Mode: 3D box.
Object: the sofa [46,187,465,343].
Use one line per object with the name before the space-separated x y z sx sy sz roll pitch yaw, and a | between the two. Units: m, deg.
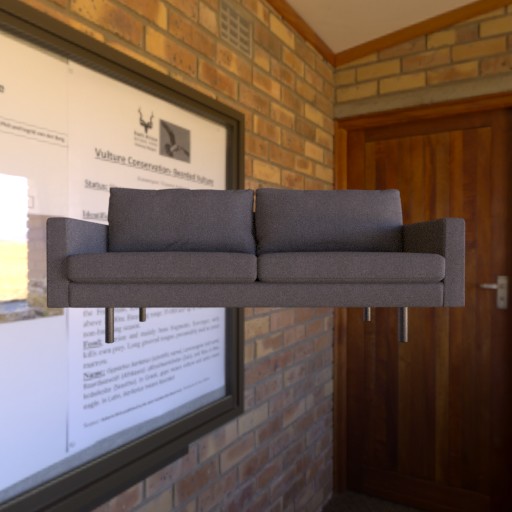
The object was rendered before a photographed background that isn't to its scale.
sofa | 0.000 0.000 2.611 2.100 0.880 0.880 0 0 -1
